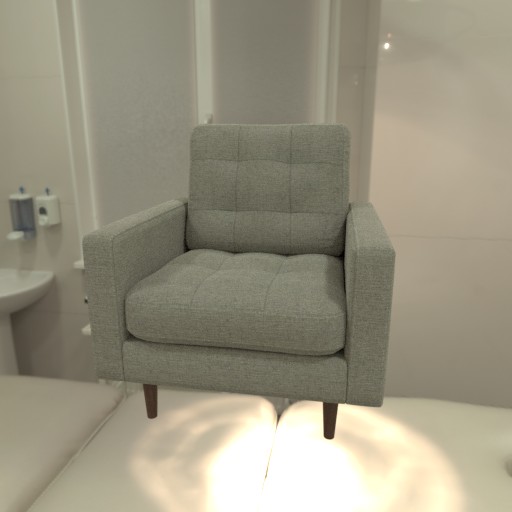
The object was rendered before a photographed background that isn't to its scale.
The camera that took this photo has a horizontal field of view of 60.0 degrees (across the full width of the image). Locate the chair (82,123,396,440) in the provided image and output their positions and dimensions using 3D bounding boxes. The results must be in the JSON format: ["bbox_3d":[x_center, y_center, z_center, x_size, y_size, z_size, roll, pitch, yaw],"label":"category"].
[{"bbox_3d":[0.000,0.000,1.514,0.821,0.880,0.843,3,15,10],"label":"chair"}]
